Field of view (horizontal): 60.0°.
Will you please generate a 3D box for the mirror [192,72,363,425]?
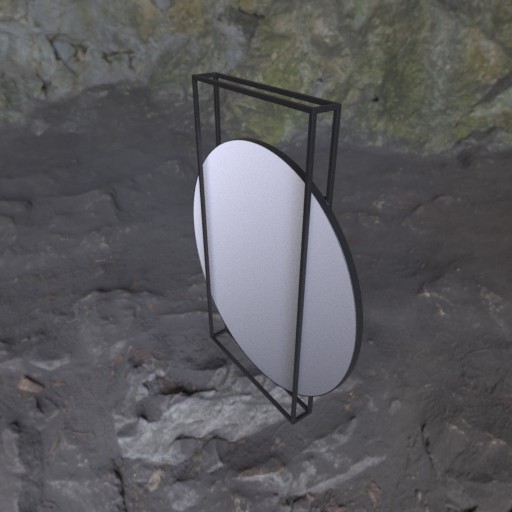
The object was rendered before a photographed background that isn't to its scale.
[{"bbox_3d":[0.000,0.000,0.833,0.051,0.603,0.508,-21,37,-30],"label":"mirror"}]
